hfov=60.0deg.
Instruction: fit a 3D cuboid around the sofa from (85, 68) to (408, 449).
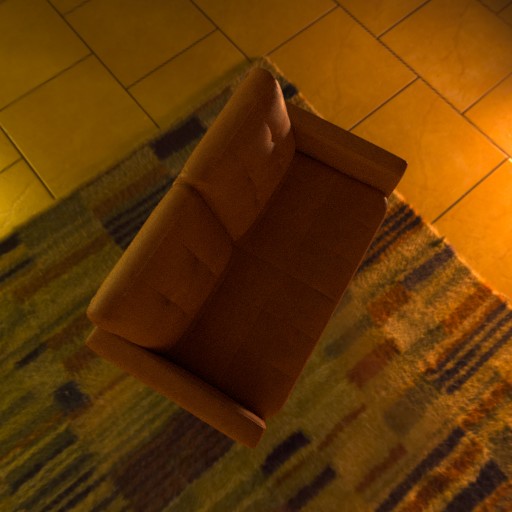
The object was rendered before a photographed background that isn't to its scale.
[{"bbox_3d":[0.000,0.000,2.023,0.868,0.898,1.430,29,76,8],"label":"sofa"}]
